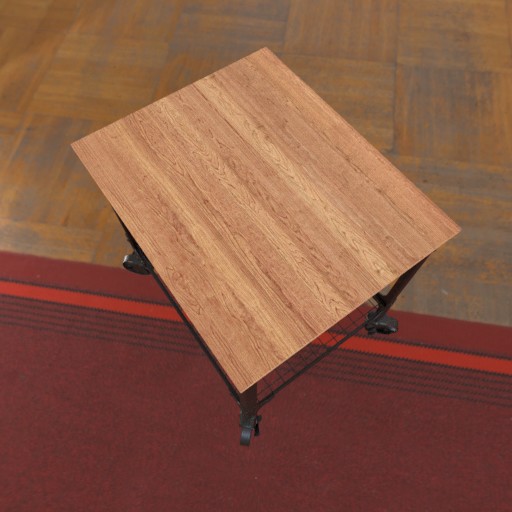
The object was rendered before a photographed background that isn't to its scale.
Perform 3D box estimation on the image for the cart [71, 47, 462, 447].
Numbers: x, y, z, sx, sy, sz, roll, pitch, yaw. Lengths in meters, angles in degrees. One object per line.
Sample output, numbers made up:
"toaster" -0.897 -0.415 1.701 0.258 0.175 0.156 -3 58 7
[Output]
"cart" 0.000 0.000 1.103 0.558 0.603 0.666 -33 68 -15
